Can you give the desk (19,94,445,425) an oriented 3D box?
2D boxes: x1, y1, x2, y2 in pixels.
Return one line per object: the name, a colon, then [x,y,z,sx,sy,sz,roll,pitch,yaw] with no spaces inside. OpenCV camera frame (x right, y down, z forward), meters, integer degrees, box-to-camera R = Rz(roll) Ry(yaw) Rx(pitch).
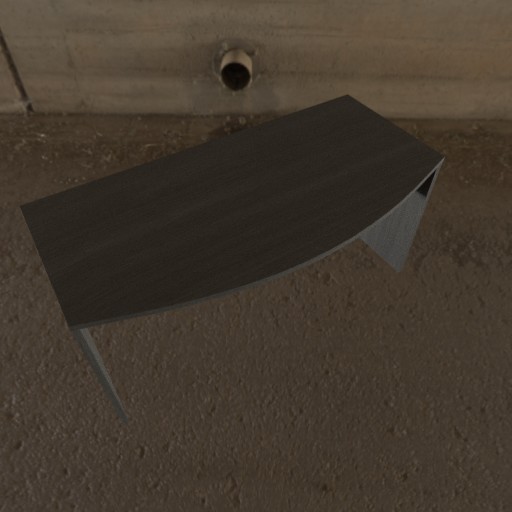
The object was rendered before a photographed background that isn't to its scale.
desk: [0.000,0.000,2.002,1.600,0.750,0.802,-25,52,-21]
